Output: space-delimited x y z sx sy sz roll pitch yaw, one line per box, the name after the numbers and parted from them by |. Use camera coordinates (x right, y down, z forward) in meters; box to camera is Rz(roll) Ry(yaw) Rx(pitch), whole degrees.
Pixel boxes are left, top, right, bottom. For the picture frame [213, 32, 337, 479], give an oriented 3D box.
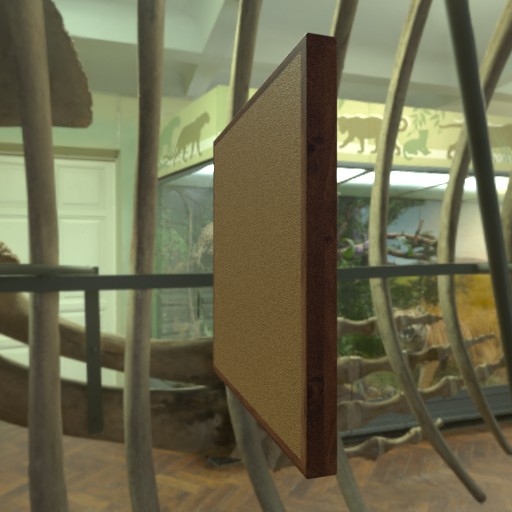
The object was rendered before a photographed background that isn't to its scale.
0.000 0.000 0.523 0.028 0.356 0.352 0 0 -18 | picture frame
